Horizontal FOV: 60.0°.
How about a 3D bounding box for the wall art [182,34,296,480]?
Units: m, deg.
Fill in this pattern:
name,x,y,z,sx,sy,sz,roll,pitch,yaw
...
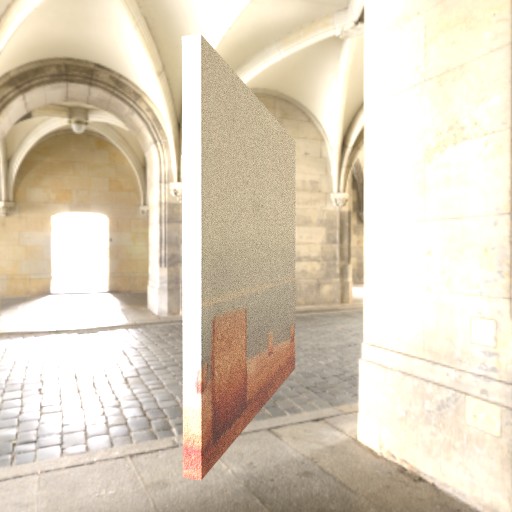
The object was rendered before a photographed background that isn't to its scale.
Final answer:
name,x,y,z,sx,sy,sz,roll,pitch,yaw
wall art,0.000,0.000,1.123,0.042,0.760,0.760,0,1,17
